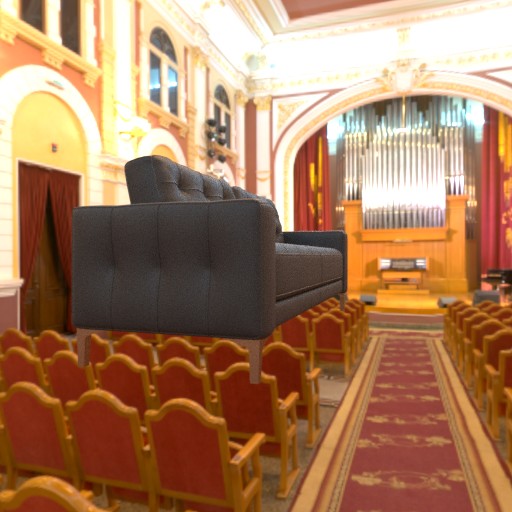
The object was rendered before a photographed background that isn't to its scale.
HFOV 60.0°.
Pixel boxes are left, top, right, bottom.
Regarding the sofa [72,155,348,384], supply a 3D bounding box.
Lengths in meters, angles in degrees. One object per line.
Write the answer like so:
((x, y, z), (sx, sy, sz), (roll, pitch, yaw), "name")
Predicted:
((0.000, 0.000, 2.706), (0.833, 0.893, 2.275), (0, 0, 19), "sofa")
